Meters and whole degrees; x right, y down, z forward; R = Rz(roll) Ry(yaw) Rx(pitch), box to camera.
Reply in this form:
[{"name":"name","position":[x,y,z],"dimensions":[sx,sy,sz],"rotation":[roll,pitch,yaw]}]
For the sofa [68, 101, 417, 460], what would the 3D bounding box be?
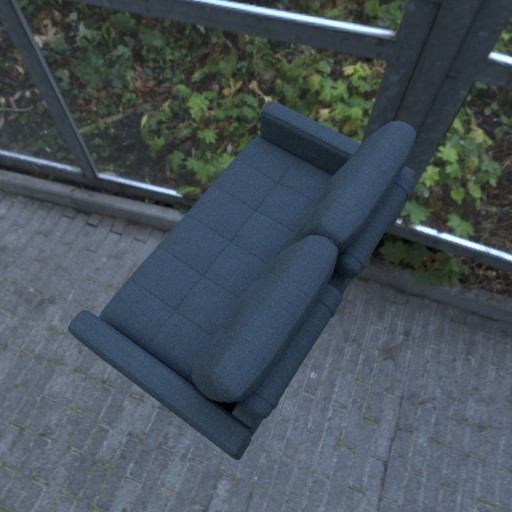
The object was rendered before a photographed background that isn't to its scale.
[{"name":"sofa","position":[0.000,0.000,1.915],"dimensions":[0.842,0.907,1.407],"rotation":[31,68,15]}]
